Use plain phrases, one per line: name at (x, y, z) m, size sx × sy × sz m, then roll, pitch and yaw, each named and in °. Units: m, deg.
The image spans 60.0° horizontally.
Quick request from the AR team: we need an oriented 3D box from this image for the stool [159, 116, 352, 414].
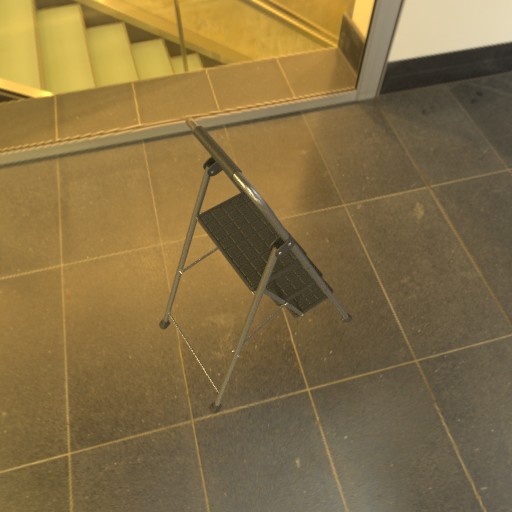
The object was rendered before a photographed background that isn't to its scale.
stool at (0.000, 0.000, 1.493) m, size 0.733 × 1.121 × 0.473 m, roll -30°, pitch 63°, yaw -17°
